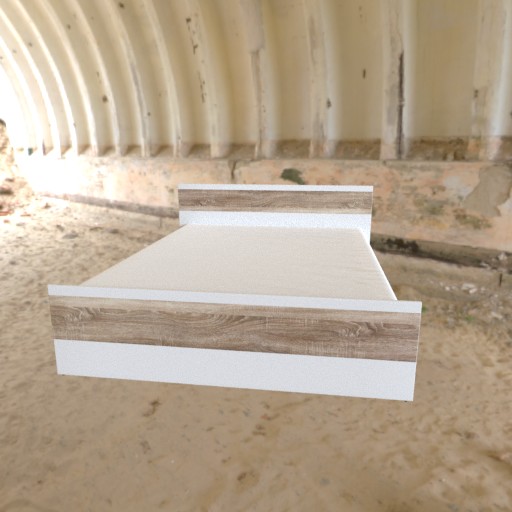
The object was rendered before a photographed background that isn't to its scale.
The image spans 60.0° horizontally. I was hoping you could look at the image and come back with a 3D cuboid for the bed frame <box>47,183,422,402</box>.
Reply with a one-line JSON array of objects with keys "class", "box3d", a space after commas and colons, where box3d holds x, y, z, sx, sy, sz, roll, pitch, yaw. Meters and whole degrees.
[{"class": "bed frame", "box3d": [0.000, 0.000, 3.008, 1.720, 0.800, 2.060, 2, 14, 8]}]
